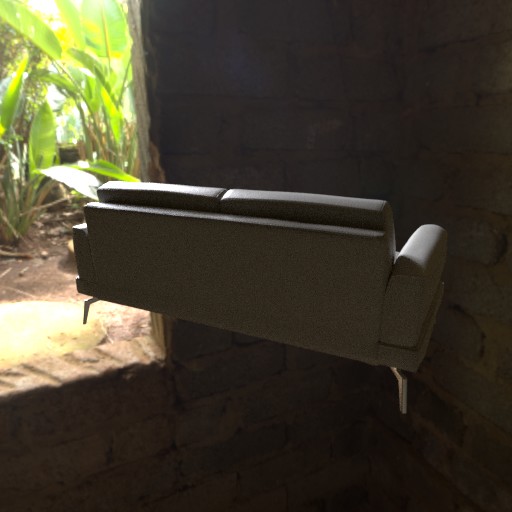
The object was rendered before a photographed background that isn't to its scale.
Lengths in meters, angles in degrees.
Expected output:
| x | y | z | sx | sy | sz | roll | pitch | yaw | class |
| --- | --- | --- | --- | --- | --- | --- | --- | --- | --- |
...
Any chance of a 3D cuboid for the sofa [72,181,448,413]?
| x | y | z | sx | sy | sz | roll | pitch | yaw | class |
| --- | --- | --- | --- | --- | --- | --- | --- | --- | --- |
| 0.000 | 0.000 | 2.798 | 2.177 | 0.930 | 1.121 | 8 | 18 | 27 | sofa |
